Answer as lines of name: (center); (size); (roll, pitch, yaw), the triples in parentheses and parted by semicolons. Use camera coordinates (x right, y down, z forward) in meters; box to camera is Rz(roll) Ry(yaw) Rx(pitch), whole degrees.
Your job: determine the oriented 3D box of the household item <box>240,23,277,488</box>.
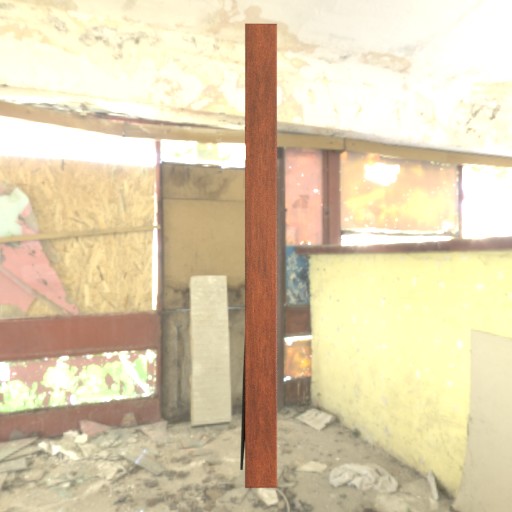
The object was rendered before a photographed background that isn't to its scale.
household item: (0.000, 0.000, 0.339); (0.020, 0.250, 0.200); (0, 0, -1)
